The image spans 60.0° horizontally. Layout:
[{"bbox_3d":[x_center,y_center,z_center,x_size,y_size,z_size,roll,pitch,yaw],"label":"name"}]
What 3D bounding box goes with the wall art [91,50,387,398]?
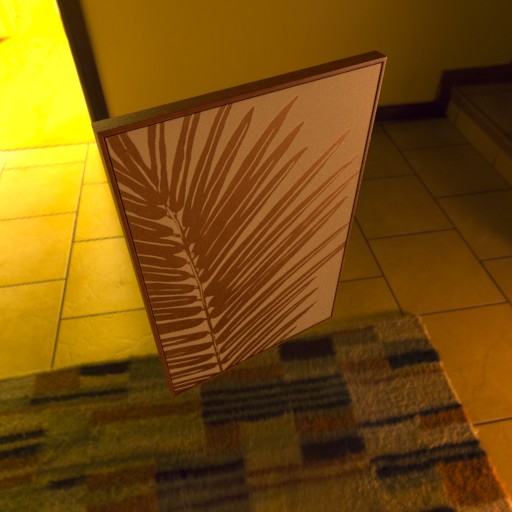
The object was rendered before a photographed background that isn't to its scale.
[{"bbox_3d":[0.000,0.000,1.156,0.610,0.914,0.037,-23,50,-20],"label":"wall art"}]
